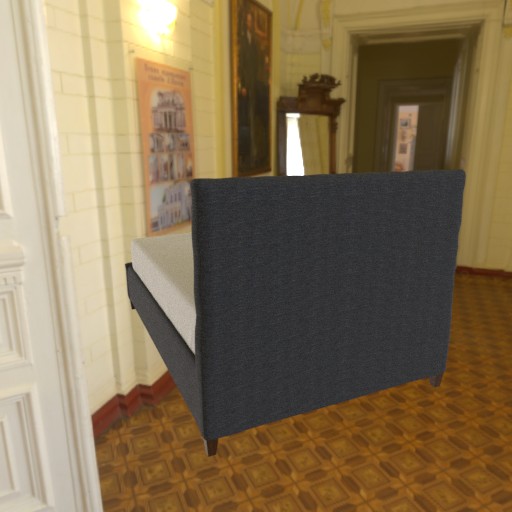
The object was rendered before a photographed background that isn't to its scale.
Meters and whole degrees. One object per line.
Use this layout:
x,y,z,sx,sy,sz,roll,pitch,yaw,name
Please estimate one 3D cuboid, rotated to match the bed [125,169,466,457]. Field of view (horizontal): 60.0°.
0.000,0.000,3.478,1.698,1.427,2.387,-7,16,-24,bed
